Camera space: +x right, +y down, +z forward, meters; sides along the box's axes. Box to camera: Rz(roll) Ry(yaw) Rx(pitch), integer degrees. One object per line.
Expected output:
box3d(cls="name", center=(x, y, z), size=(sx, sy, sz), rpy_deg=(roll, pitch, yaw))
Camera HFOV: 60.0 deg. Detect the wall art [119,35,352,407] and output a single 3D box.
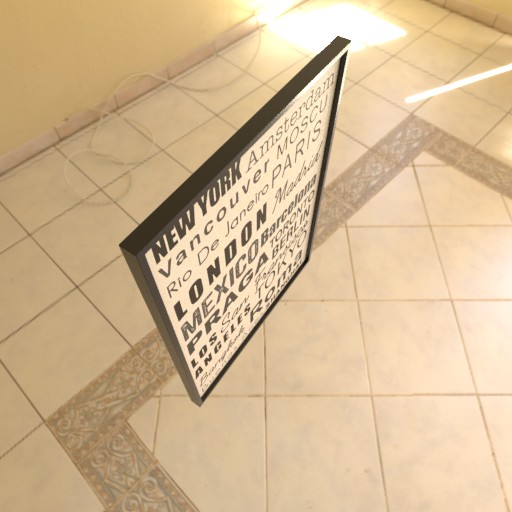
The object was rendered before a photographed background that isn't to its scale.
box3d(cls="wall art", center=(0.000, 0.000, 1.389), size=(0.043, 1.046, 0.788), rpy_deg=(30, 62, 18))
